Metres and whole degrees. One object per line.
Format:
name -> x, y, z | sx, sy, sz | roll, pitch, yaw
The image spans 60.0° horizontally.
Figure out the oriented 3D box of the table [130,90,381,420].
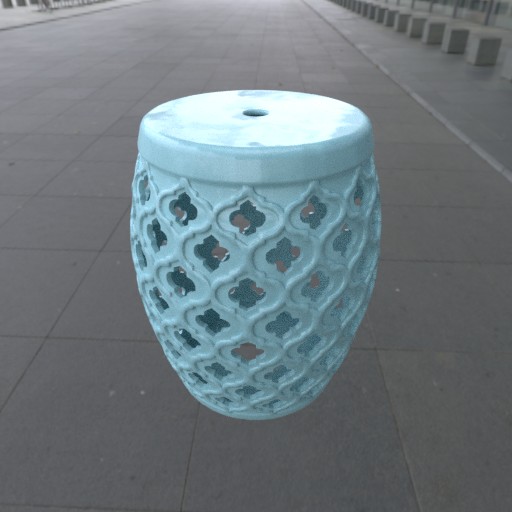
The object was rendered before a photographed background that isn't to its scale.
table -> 0.000, 0.000, 0.612 | 0.325, 0.388, 0.325 | 0, 32, 0
